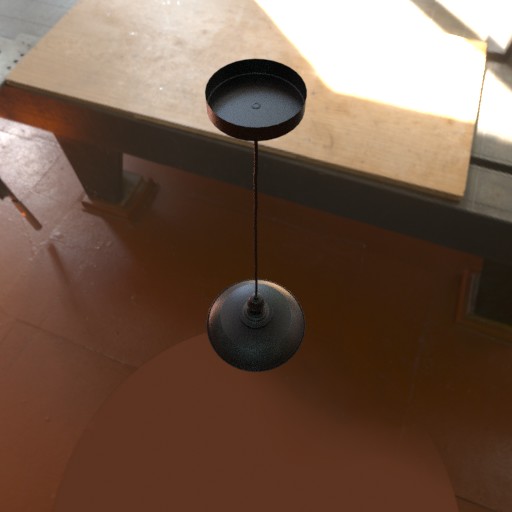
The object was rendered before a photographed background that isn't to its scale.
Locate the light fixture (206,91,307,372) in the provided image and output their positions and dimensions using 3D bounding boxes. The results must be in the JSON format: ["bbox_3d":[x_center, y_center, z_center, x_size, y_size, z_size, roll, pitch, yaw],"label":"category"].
[{"bbox_3d":[0.000,0.000,1.106,0.331,0.993,0.331,-31,64,-17],"label":"light fixture"}]
